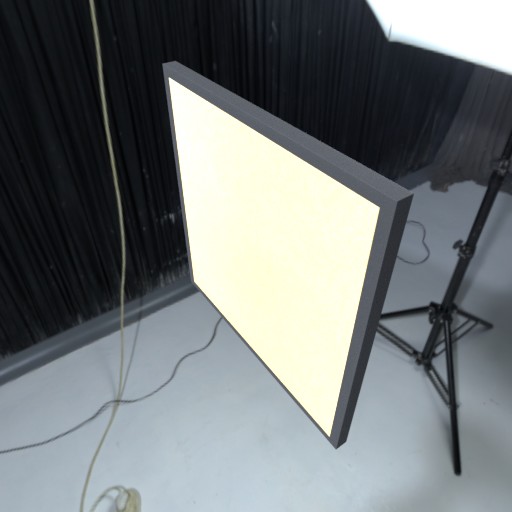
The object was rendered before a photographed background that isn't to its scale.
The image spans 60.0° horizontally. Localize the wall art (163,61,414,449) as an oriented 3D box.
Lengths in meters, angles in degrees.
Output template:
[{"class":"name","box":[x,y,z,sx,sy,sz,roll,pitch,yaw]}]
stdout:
[{"class":"wall art","box":[0.000,0.000,1.135,0.037,0.760,0.762,-25,46,-26]}]
